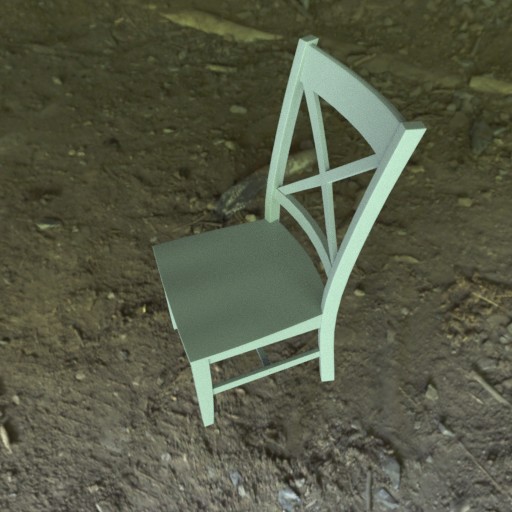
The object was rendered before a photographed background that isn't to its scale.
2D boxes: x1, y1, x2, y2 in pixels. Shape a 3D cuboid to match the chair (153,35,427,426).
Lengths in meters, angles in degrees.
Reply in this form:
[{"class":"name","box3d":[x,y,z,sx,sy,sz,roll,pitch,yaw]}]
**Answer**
[{"class":"chair","box3d":[0.000,0.000,1.276,0.542,0.983,0.485,-16,49,-14]}]
